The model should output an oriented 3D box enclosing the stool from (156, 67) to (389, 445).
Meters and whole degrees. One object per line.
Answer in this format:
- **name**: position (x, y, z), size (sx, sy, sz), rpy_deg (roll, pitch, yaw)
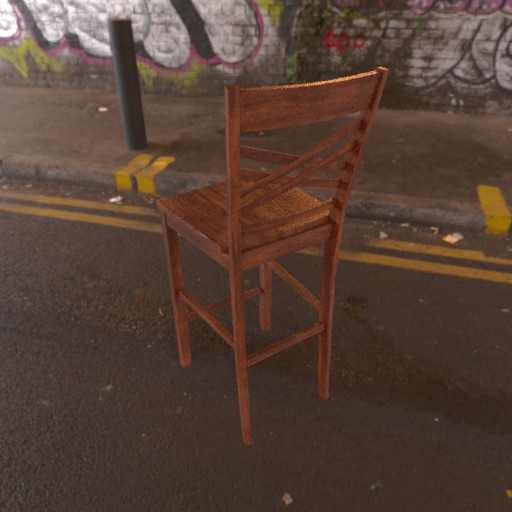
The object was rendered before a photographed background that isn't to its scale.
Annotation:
- **stool**: position (0.000, 0.000, 1.369), size (0.433, 1.105, 0.487), rpy_deg (-19, 36, -28)
